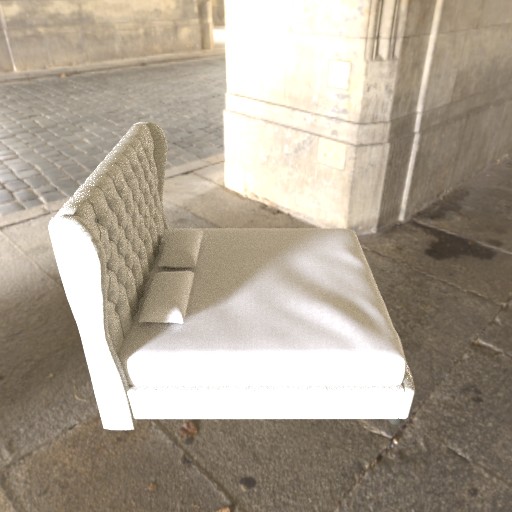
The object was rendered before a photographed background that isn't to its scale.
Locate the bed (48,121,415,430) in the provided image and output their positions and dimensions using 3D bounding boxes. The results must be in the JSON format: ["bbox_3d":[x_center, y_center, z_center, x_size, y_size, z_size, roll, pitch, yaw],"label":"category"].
[{"bbox_3d":[0.000,0.000,3.822,2.347,1.771,2.219,0,31,0],"label":"bed"}]
